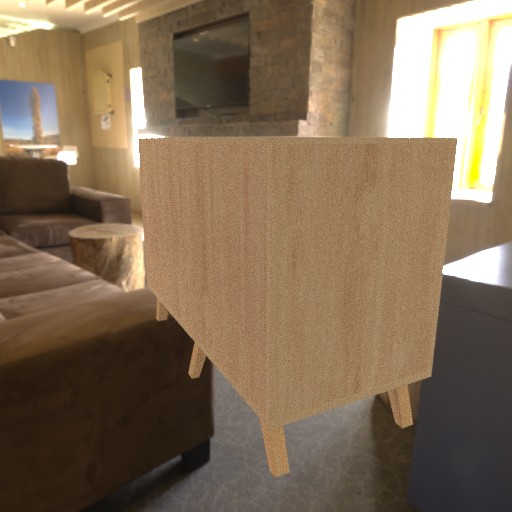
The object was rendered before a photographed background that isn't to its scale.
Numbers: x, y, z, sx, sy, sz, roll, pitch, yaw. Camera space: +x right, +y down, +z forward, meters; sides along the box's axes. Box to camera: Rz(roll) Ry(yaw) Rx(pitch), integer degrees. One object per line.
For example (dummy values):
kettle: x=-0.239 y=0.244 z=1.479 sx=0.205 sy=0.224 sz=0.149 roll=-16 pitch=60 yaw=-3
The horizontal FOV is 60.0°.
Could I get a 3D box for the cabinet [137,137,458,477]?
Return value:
cabinet: x=0.000 y=0.000 z=1.509 sx=0.500 sy=0.780 sz=1.110 roll=-7 pitch=17 yaw=-26
